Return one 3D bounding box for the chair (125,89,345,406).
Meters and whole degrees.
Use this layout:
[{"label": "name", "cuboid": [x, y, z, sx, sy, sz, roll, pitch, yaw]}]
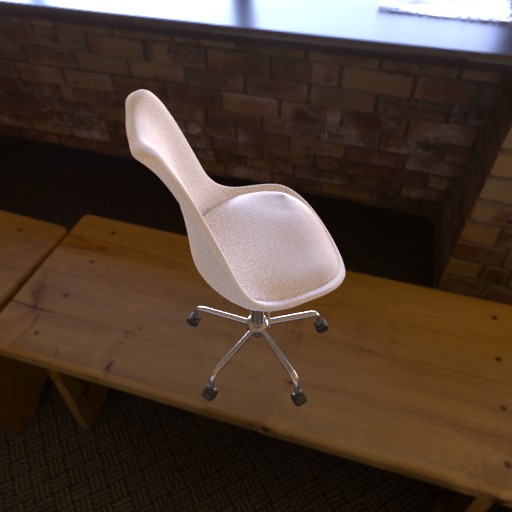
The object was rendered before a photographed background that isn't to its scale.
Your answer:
[{"label": "chair", "cuboid": [0.000, 0.000, 1.280, 0.550, 0.930, 0.550, -11, 47, -10]}]
